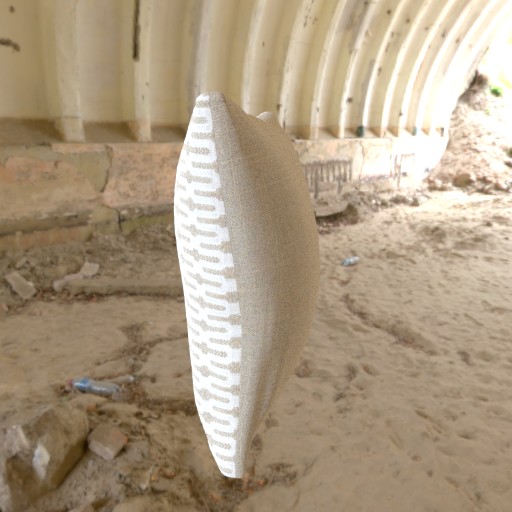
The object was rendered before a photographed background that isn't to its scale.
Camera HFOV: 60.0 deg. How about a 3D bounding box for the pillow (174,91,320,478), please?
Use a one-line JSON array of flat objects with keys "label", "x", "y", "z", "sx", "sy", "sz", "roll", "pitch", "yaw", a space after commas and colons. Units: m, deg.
[{"label": "pillow", "x": 0.000, "y": 0.000, "z": 0.760, "sx": 0.219, "sy": 0.491, "sz": 0.496, "roll": 2, "pitch": 16, "yaw": 8}]
